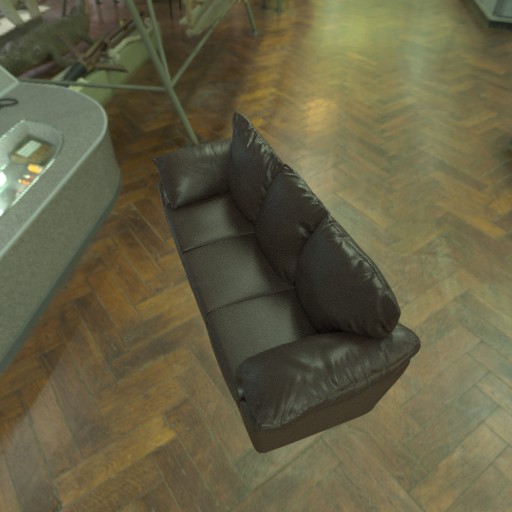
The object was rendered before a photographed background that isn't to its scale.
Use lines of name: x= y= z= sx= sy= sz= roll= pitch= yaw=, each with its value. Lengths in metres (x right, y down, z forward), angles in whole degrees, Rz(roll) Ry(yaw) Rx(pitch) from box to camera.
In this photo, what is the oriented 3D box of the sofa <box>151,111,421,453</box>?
sofa: x=0.000 y=0.000 z=2.935 sx=0.907 sy=1.091 sz=2.390 roll=-15 pitch=45 yaw=-15
